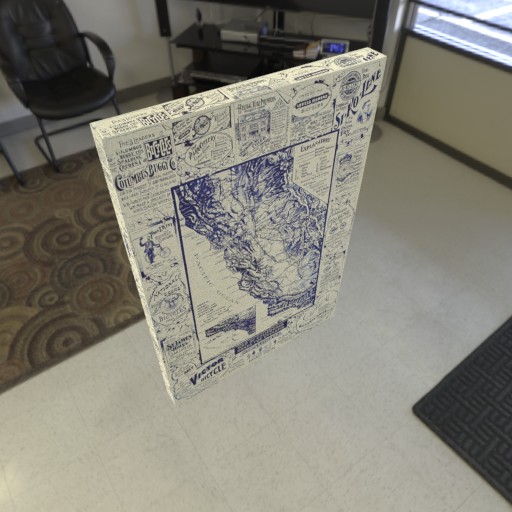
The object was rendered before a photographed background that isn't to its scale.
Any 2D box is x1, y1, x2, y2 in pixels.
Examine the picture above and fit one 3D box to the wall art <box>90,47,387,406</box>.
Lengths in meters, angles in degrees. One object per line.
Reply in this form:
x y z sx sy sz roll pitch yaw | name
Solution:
0.000 0.000 0.763 0.408 0.601 0.040 -24 50 -22 | wall art
